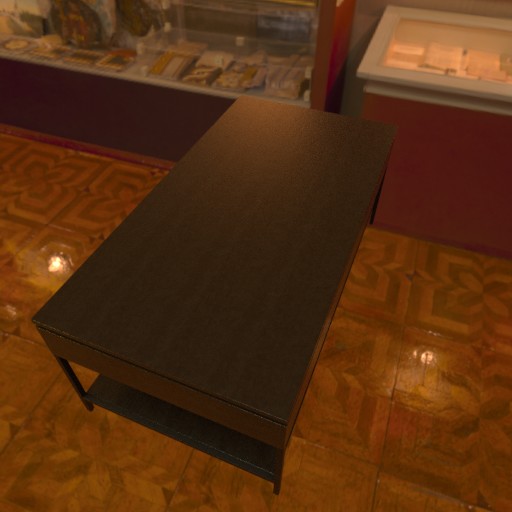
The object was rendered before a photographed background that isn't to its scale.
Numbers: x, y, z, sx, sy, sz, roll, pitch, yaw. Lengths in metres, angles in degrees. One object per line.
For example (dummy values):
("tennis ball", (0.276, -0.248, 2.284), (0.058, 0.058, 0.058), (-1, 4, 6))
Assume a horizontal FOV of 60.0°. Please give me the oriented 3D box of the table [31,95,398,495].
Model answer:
("table", (0.000, 0.000, 1.364), (0.574, 0.435, 1.095), (17, 48, 15))
